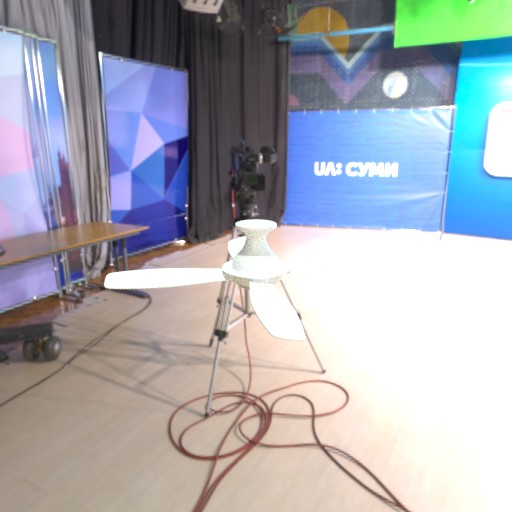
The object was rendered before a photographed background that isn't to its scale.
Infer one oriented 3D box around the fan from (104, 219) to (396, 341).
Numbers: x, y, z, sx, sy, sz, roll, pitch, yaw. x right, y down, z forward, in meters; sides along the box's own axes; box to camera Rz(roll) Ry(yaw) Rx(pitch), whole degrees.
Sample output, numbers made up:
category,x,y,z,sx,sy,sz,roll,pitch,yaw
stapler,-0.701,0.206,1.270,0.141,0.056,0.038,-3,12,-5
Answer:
category,x,y,z,sx,sy,sz,roll,pitch,yaw
fan,0.000,0.000,2.553,1.694,0.382,1.693,-3,17,-9
